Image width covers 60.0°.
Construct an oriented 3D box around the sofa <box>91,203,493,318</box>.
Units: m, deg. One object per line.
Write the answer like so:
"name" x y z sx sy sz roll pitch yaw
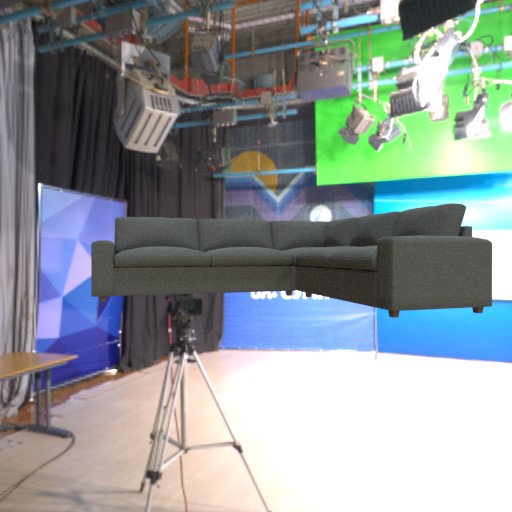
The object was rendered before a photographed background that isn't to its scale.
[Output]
"sofa" 0.000 0.000 4.617 3.277 0.965 2.895 0 1 -17
